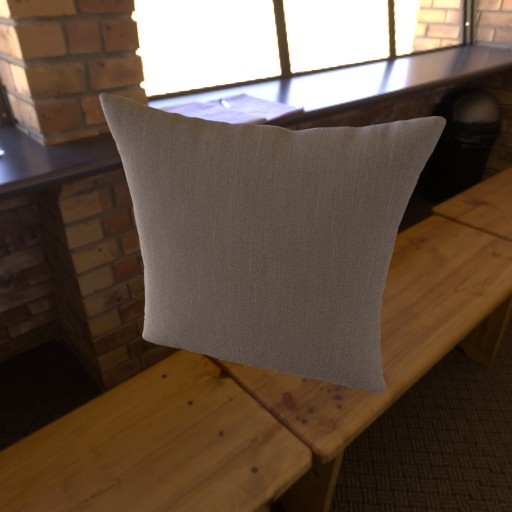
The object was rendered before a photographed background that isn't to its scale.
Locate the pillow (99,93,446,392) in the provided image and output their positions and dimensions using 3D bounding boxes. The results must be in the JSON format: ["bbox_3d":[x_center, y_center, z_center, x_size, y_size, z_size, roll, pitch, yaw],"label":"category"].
[{"bbox_3d":[0.000,0.000,0.764,0.511,0.509,0.161,9,33,14],"label":"pillow"}]
